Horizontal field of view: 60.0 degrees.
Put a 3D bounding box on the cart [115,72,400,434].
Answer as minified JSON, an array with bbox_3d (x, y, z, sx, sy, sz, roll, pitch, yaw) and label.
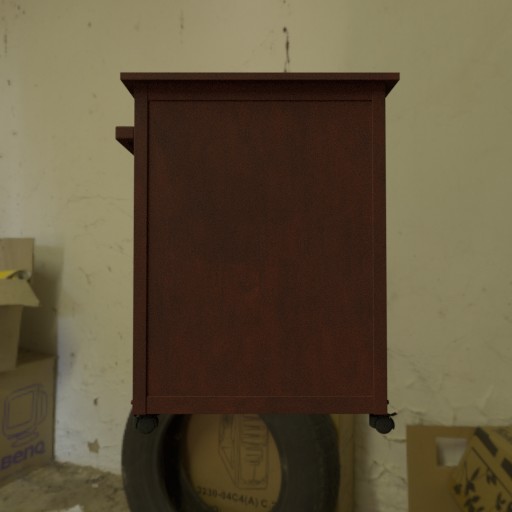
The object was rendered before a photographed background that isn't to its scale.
[{"bbox_3d":[0.000,0.000,1.265,0.683,0.864,0.442,0,-1,0],"label":"cart"}]
